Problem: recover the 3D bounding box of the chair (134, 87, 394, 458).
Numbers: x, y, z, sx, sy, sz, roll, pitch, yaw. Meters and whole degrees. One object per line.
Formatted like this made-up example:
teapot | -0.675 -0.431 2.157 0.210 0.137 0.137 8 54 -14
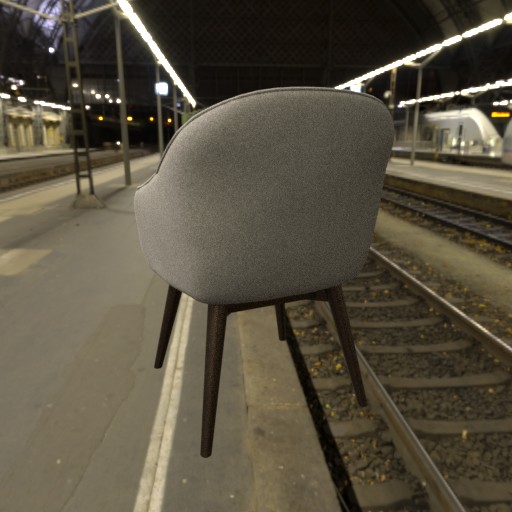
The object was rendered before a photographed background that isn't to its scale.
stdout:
chair | 0.000 0.000 1.212 0.589 0.810 0.611 -7 17 -25
